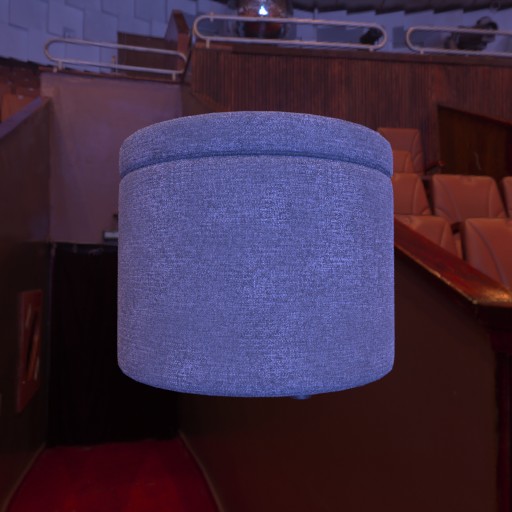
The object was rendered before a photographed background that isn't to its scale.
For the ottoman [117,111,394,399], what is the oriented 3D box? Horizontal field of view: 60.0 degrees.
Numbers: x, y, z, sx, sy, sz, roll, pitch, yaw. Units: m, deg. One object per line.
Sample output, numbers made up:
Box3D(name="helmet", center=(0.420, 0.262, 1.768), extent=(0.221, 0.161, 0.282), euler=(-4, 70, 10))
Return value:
Box3D(name="ottoman", center=(0.000, 0.000, 0.842), extent=(0.500, 0.419, 0.500), euler=(0, -1, 0))
